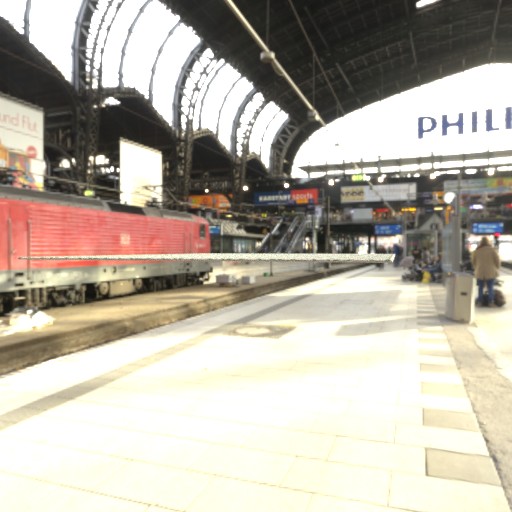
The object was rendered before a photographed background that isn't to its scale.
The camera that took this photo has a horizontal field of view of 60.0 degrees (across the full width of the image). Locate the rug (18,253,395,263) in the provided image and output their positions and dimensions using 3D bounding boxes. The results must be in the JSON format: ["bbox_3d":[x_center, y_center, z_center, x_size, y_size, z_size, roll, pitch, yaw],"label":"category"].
[{"bbox_3d":[0.000,0.000,4.087,2.441,0.017,3.050,0,1,18],"label":"rug"}]
